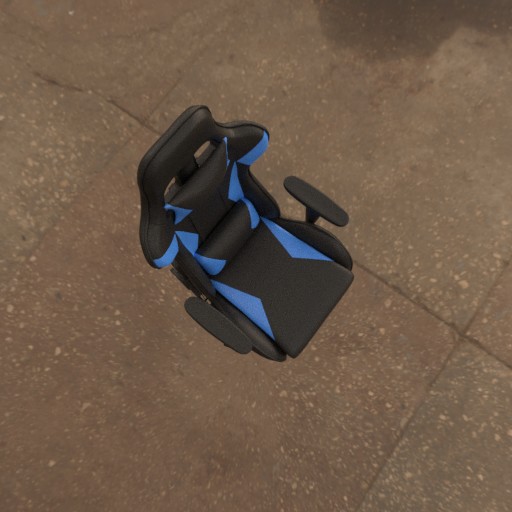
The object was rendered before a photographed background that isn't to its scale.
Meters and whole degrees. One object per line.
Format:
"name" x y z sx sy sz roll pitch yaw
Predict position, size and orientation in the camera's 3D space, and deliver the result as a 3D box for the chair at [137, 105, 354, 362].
"chair" 0.000 0.000 1.706 0.730 1.282 0.695 37 79 8
